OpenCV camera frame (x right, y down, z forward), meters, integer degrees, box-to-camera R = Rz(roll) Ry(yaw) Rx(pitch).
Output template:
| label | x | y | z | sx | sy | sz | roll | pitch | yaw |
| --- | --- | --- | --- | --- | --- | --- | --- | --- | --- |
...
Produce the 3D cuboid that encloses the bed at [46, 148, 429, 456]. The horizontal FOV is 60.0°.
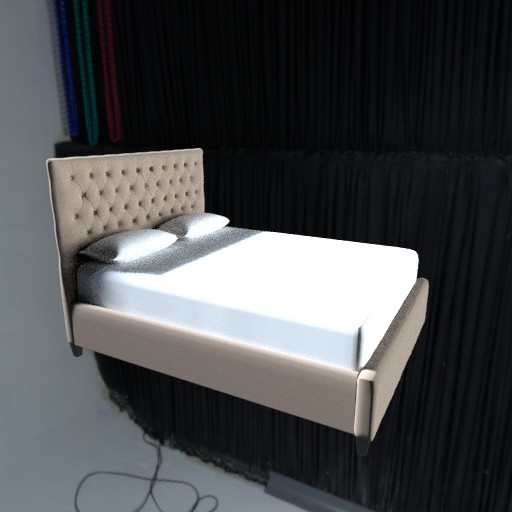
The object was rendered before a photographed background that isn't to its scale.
| label | x | y | z | sx | sy | sz | roll | pitch | yaw |
| --- | --- | --- | --- | --- | --- | --- | --- | --- | --- |
| bed | 0.000 | 0.000 | 3.255 | 2.233 | 1.426 | 1.696 | 9 | 18 | 27 |
